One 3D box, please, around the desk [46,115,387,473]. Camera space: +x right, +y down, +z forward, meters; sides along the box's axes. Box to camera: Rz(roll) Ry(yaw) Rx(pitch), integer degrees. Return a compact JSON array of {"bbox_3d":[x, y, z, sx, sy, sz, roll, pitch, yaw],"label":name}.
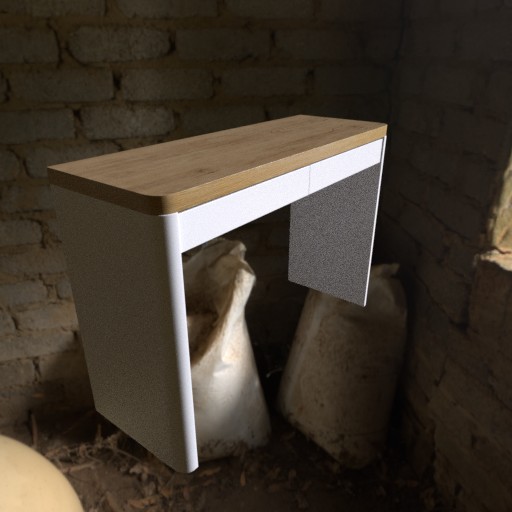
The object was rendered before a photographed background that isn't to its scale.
[{"bbox_3d":[0.000,0.000,1.485,0.390,0.760,1.100,18,31,33],"label":"desk"}]
